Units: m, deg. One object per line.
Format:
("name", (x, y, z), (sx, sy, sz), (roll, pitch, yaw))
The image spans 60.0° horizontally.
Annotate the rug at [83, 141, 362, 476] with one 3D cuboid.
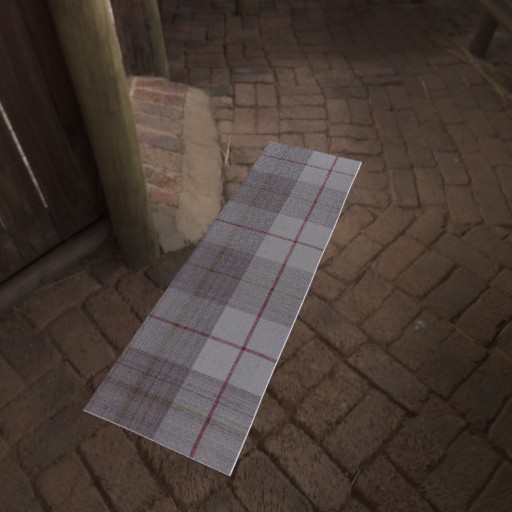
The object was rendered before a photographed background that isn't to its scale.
("rug", (0.000, 0.000, 2.752), (0.762, 0.013, 2.439), (17, 50, 15))
